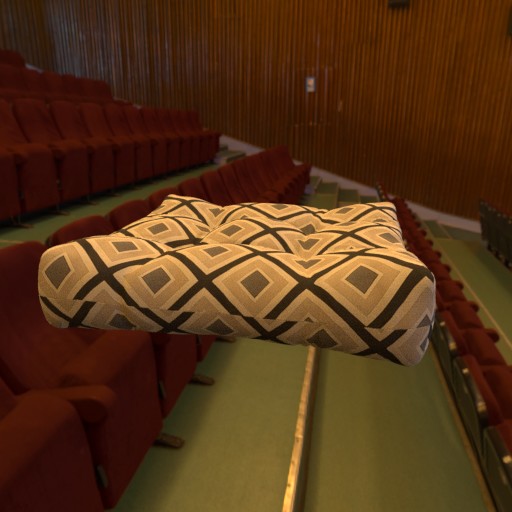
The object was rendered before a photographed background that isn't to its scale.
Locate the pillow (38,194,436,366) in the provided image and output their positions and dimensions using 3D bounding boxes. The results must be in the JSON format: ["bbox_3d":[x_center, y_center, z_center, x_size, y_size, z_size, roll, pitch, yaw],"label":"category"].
[{"bbox_3d":[0.000,0.000,0.725,0.490,0.128,0.468,3,17,10],"label":"pillow"}]
